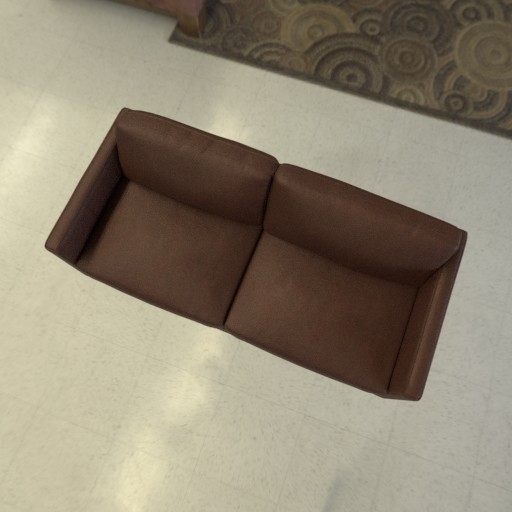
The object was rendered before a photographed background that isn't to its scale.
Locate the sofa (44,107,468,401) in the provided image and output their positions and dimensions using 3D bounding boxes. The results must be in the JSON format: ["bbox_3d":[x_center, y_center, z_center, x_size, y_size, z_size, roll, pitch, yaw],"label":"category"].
[{"bbox_3d":[0.000,0.000,2.444,1.971,0.863,0.923,21,75,6],"label":"sofa"}]
